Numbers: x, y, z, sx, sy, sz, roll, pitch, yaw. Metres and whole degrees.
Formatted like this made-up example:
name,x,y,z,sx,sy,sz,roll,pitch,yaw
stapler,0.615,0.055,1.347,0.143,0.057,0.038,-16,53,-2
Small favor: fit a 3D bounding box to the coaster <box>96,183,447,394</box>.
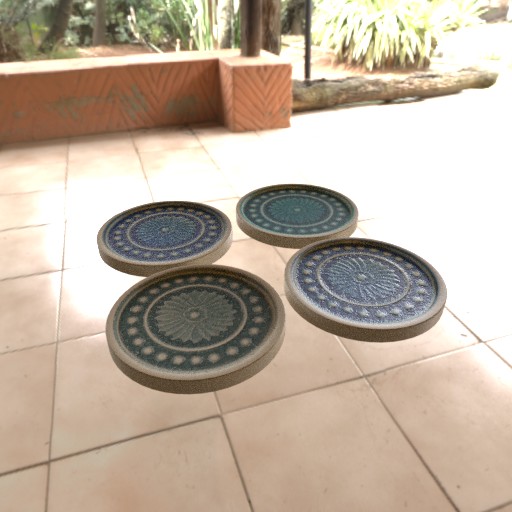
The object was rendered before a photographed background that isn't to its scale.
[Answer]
name,x,y,z,sx,sy,sz,roll,pitch,yaw
coaster,0.000,0.000,0.333,0.224,0.010,0.220,-11,34,-16
